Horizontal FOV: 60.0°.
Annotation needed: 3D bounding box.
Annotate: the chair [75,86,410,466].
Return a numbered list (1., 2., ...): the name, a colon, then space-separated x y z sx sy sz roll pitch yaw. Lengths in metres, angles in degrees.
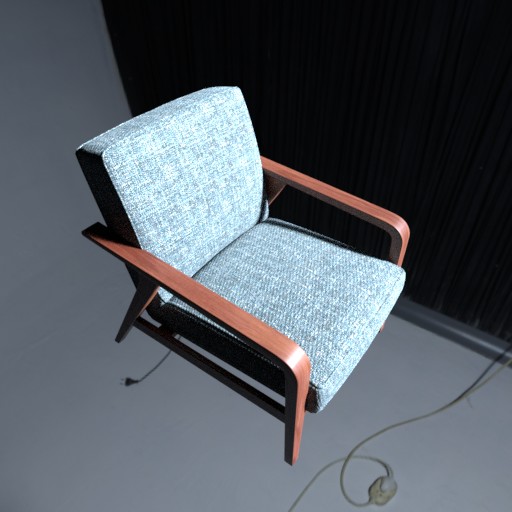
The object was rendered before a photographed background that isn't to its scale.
1. chair: 0.000 0.000 1.485 0.889 0.864 0.719 25 47 26
